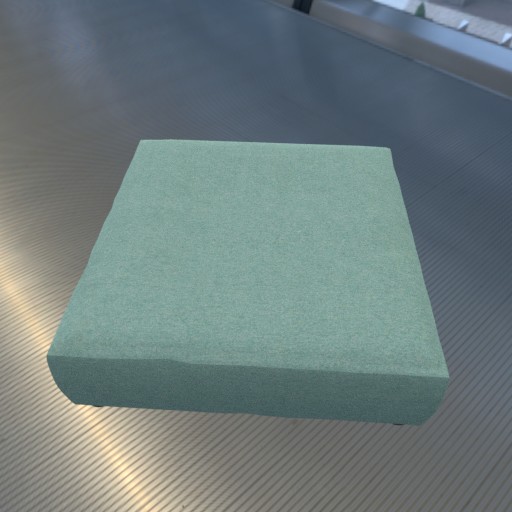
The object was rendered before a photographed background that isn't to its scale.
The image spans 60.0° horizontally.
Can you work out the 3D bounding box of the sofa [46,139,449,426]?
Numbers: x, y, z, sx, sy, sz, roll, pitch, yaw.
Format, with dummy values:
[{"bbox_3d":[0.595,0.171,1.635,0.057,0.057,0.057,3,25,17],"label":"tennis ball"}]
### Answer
[{"bbox_3d":[0.000,0.000,1.391,0.930,0.330,0.930,3,47,2],"label":"sofa"}]
